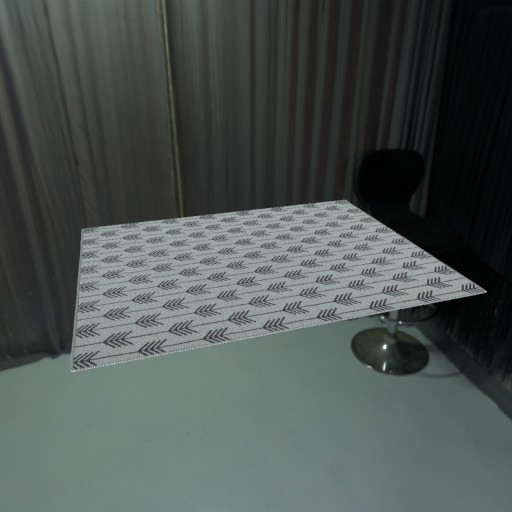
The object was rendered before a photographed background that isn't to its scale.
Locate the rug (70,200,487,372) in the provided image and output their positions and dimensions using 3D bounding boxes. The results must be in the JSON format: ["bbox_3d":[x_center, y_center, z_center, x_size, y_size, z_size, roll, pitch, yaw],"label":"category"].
[{"bbox_3d":[0.000,0.000,4.043,3.061,0.010,2.330,-8,27,-16],"label":"rug"}]
